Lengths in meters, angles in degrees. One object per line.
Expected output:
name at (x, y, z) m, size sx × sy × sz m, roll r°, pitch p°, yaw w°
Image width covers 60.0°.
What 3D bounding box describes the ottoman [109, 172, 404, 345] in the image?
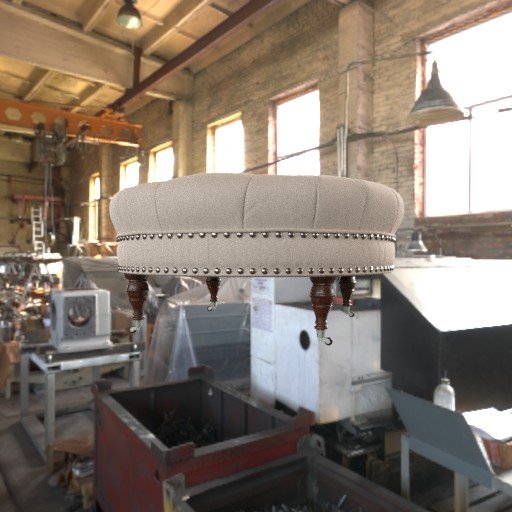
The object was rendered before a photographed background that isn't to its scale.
ottoman at (0.000, 0.000, 1.421) m, size 0.901 × 0.439 × 0.901 m, roll 0°, pitch 0°, yaw 0°
